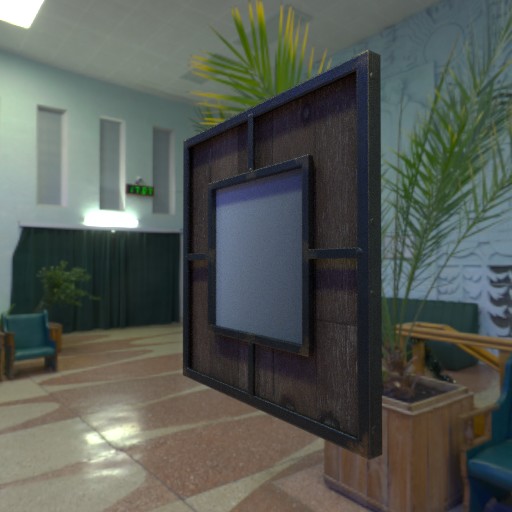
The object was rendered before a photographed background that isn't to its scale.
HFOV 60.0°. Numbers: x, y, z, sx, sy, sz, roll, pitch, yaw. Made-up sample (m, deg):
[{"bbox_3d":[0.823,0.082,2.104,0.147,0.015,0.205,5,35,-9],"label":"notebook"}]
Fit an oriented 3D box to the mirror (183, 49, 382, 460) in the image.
[{"bbox_3d":[0.000,0.000,0.570,0.020,0.381,0.382,1,-1,-36],"label":"mirror"}]
